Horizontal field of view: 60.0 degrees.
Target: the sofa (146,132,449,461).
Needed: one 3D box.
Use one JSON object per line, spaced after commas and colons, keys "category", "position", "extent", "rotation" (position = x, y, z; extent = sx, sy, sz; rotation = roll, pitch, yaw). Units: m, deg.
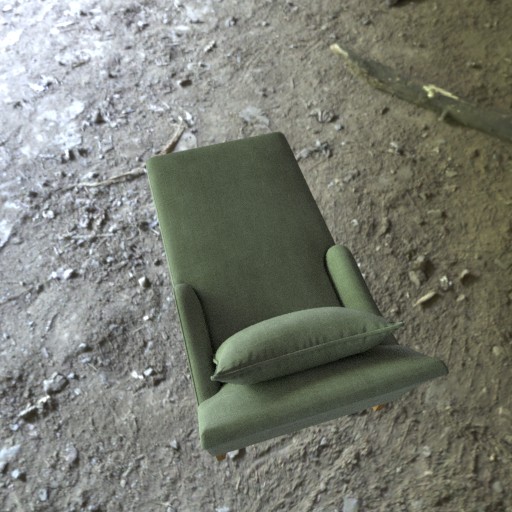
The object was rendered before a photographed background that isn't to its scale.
{"category": "sofa", "position": [0.000, 0.000, 2.246], "extent": [0.894, 0.859, 1.779], "rotation": [-14, 58, -9]}
